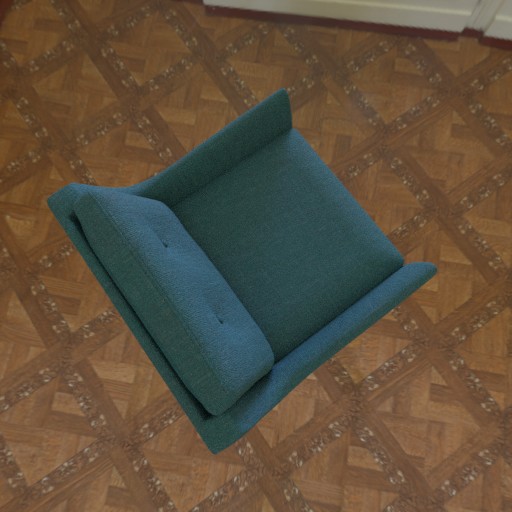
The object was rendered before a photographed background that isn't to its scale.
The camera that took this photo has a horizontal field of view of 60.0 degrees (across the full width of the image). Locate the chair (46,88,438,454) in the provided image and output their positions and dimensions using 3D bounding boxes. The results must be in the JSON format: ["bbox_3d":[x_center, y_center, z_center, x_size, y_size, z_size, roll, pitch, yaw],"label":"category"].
[{"bbox_3d":[0.000,0.000,1.526,0.849,0.828,0.847,-36,79,-8],"label":"chair"}]
